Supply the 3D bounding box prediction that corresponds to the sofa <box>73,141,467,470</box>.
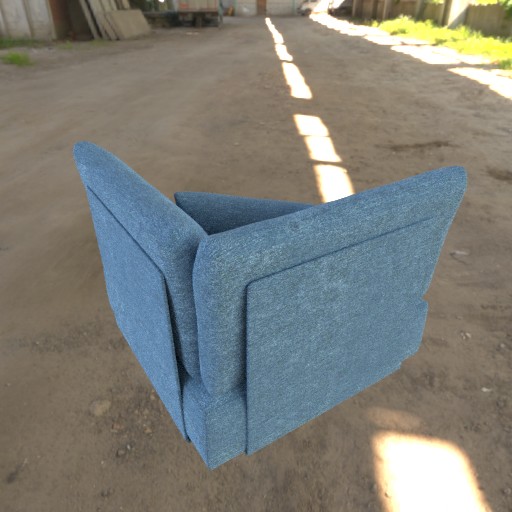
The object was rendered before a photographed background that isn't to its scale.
[{"bbox_3d":[0.000,0.000,1.713,1.000,0.820,1.000,-18,35,-28],"label":"sofa"}]
